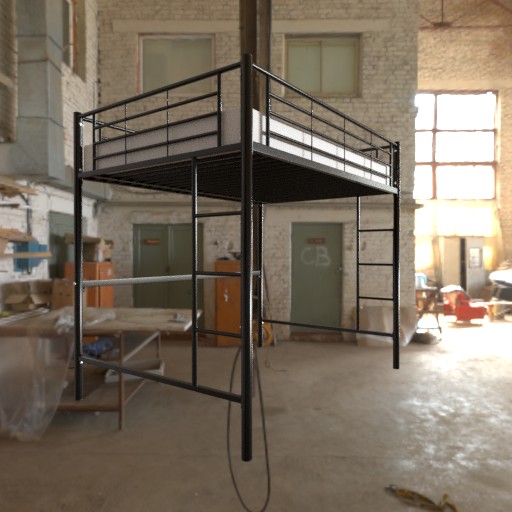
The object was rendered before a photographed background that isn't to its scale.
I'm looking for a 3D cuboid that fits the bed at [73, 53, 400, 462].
[{"bbox_3d":[0.000,0.000,3.159,1.397,1.803,1.994,0,1,37],"label":"bed"}]
